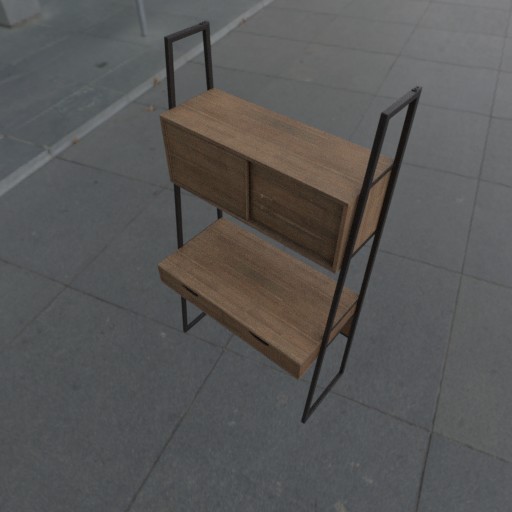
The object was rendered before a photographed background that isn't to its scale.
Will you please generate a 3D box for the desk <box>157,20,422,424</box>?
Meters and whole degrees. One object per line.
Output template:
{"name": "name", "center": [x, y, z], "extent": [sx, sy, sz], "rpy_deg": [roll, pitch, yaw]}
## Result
{"name": "desk", "center": [0.000, 0.000, 2.160], "extent": [0.982, 1.809, 0.515], "rpy_deg": [31, 53, 27]}
